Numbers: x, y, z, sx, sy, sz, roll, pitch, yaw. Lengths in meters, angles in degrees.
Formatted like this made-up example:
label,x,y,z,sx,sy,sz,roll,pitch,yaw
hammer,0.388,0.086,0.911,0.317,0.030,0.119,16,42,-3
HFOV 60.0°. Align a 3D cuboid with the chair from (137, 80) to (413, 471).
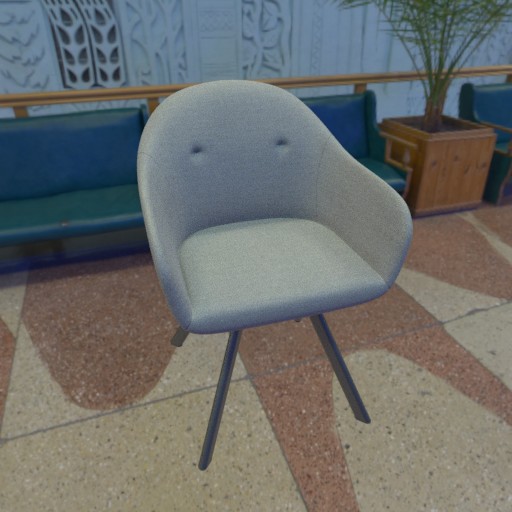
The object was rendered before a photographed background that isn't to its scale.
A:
label,x,y,z,sx,sy,sz,roll,pitch,yaw
chair,0.000,0.000,1.143,0.540,0.780,0.570,-9,32,-15
